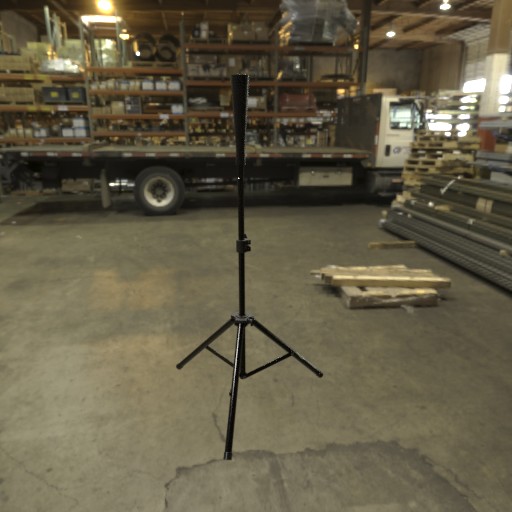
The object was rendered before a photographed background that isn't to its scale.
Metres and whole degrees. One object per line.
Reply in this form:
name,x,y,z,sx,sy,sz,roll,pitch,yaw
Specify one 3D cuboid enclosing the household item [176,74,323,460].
household item,0.000,0.000,1.396,0.559,1.067,0.559,-2,17,-8
